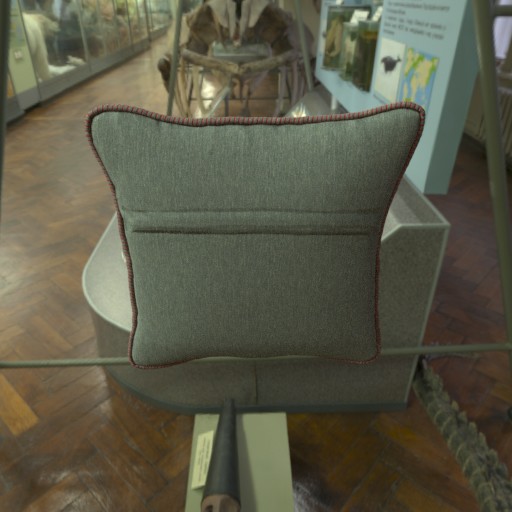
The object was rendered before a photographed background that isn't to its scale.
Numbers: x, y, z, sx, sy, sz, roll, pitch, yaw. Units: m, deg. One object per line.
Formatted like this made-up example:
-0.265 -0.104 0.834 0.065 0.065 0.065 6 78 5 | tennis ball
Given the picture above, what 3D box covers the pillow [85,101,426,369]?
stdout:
0.000 0.000 0.736 0.482 0.491 0.124 -1 30 -2 | pillow
